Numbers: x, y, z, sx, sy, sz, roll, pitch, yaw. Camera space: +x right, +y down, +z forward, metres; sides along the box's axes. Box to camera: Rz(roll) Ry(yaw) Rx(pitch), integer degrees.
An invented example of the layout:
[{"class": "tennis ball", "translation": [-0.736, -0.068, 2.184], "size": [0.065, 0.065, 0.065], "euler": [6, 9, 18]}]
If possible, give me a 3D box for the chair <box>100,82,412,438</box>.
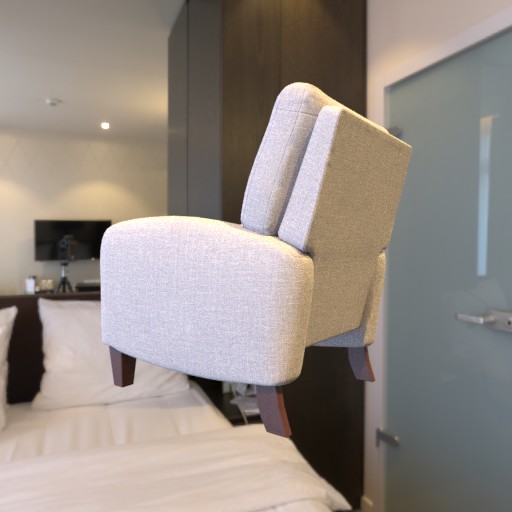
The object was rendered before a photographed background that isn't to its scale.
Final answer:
[{"class": "chair", "translation": [0.000, 0.000, 1.687], "size": [0.990, 0.990, 0.762], "euler": [1, 2, 36]}]
